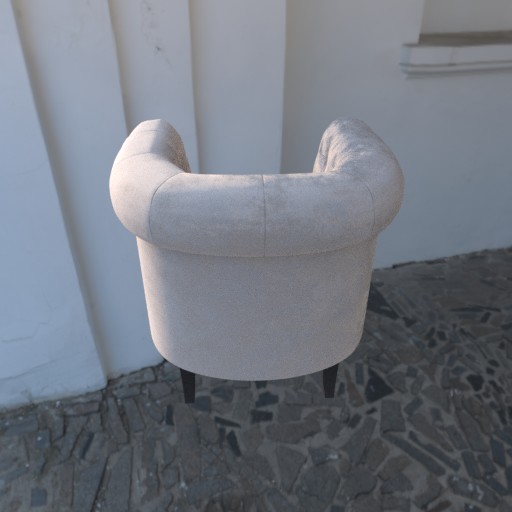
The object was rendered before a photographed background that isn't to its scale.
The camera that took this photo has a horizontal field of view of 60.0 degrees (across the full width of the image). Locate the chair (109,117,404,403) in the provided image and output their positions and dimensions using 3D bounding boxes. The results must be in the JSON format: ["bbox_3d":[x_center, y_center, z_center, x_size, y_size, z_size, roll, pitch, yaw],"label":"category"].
[{"bbox_3d":[0.000,0.000,1.561,0.904,0.826,0.851,-1,30,-2],"label":"chair"}]
